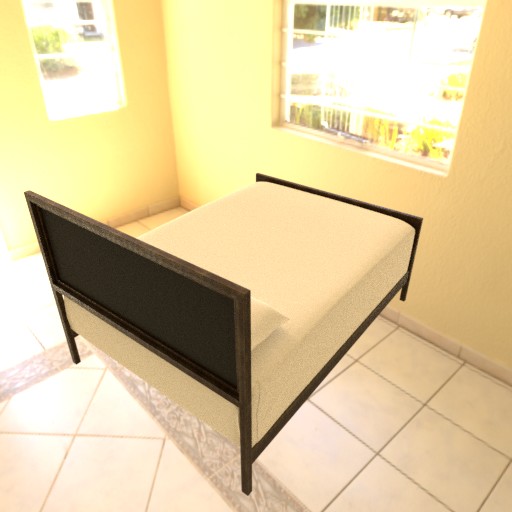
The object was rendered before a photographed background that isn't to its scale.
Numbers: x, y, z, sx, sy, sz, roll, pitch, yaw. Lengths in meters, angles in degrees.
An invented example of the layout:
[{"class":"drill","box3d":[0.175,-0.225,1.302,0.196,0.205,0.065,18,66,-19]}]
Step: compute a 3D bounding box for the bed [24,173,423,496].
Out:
[{"class":"bed","box3d":[0.000,0.000,3.174,1.607,1.313,2.221,22,37,32]}]
